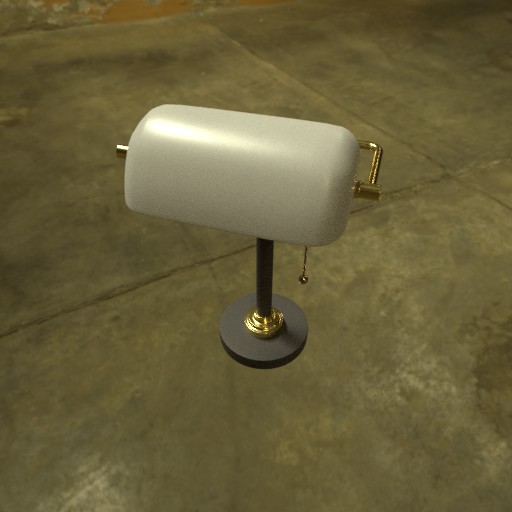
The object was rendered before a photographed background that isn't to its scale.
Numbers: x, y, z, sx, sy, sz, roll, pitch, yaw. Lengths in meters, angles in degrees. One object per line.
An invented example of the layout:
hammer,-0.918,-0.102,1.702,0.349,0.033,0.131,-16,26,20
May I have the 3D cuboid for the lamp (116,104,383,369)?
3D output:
lamp,0.000,0.000,0.570,0.269,0.404,0.227,12,42,13
